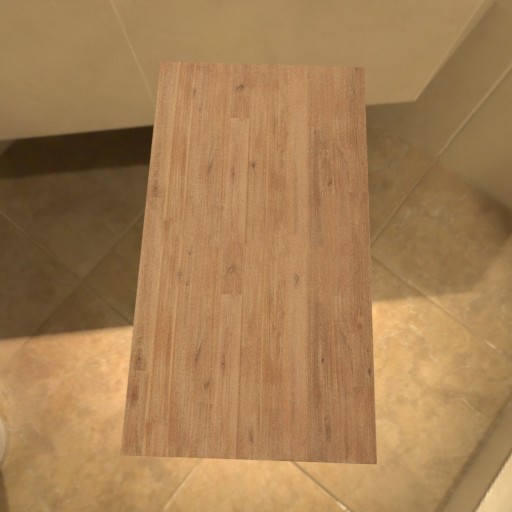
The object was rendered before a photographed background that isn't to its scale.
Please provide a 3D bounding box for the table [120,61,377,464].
[{"bbox_3d":[0.000,0.000,2.019,0.918,0.531,1.619,2,75,0],"label":"table"}]
